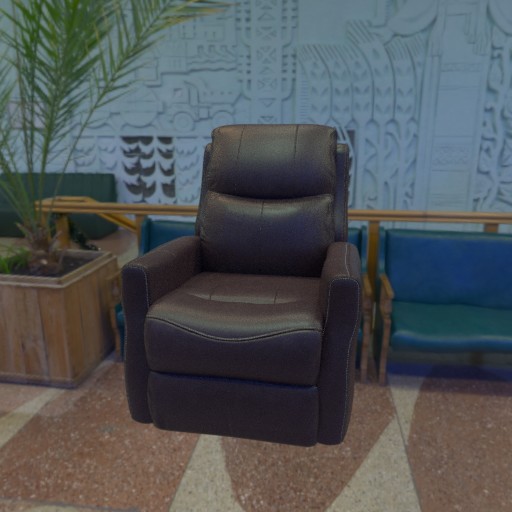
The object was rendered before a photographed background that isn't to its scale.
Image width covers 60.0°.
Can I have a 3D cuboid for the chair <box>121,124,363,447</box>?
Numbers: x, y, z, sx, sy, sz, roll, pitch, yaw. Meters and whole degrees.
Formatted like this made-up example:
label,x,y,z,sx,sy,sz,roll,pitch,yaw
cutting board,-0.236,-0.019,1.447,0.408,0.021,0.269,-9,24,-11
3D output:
label,x,y,z,sx,sy,sz,roll,pitch,yaw
chair,0.000,0.000,1.776,0.829,1.030,1.080,3,16,10
